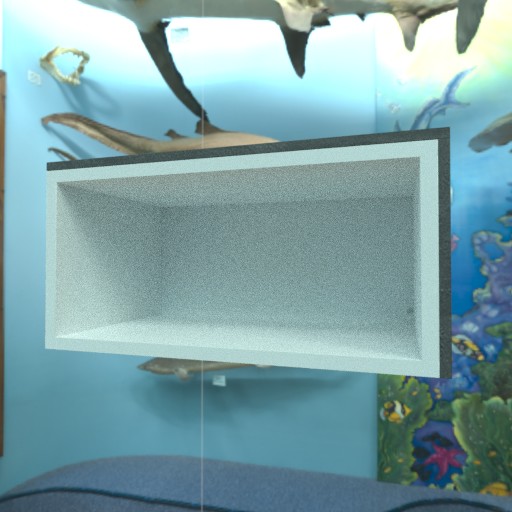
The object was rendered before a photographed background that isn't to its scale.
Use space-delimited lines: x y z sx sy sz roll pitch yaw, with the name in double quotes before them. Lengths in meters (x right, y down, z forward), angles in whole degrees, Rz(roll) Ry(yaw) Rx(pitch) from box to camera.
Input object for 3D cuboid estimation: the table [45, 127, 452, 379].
"table" 0.000 0.000 0.913 0.700 0.350 0.400 0 -1 18
